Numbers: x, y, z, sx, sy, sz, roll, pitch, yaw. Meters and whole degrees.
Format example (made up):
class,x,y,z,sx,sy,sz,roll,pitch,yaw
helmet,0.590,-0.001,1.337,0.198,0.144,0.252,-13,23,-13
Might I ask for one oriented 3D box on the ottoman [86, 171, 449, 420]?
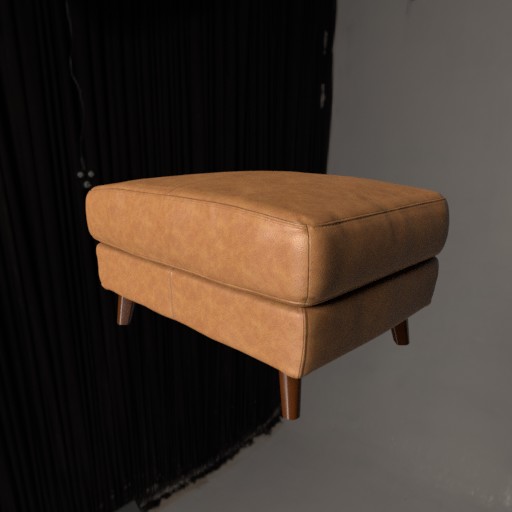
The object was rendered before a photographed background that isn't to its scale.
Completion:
class,x,y,z,sx,sy,sz,roll,pitch,yaw
ottoman,0.000,0.000,1.253,0.869,0.461,0.630,14,20,43
